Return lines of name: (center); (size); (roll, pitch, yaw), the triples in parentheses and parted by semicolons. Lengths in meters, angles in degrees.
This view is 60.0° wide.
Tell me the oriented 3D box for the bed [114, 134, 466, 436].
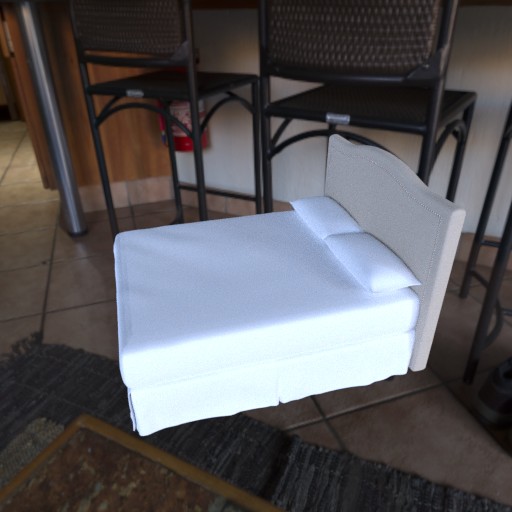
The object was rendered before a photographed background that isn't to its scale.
bed: (0.000, 0.000, 3.276); (2.052, 1.398, 1.678); (-8, 31, -14)
